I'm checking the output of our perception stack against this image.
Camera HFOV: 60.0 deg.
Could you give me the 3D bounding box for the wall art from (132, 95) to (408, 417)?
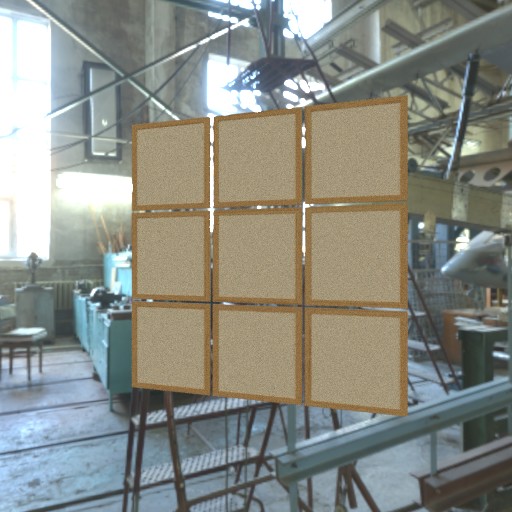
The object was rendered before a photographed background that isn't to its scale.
[{"bbox_3d":[0.000,0.000,2.343,1.517,1.523,0.013,0,0,18],"label":"wall art"}]
